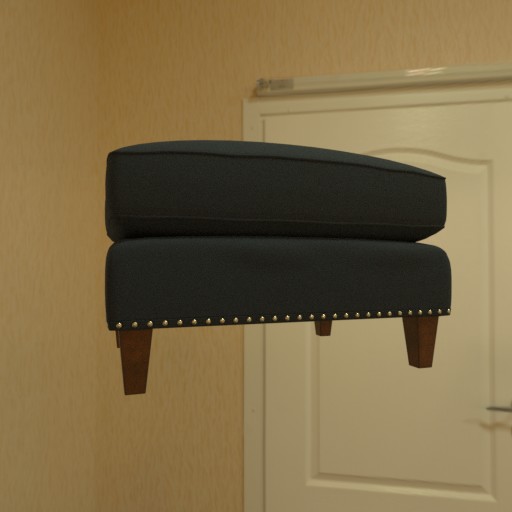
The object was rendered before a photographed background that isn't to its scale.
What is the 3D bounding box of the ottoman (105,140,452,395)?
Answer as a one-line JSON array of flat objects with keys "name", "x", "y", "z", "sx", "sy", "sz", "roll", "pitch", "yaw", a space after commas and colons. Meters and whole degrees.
[{"name": "ottoman", "x": 0.000, "y": 0.000, "z": 1.147, "sx": 0.741, "sy": 0.513, "sz": 0.584, "roll": 0, "pitch": -1, "yaw": -19}]
